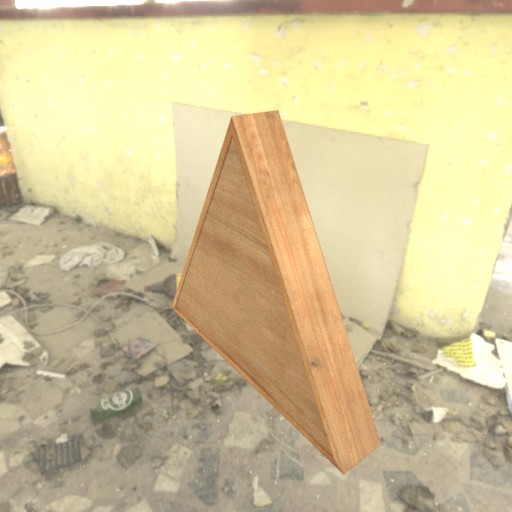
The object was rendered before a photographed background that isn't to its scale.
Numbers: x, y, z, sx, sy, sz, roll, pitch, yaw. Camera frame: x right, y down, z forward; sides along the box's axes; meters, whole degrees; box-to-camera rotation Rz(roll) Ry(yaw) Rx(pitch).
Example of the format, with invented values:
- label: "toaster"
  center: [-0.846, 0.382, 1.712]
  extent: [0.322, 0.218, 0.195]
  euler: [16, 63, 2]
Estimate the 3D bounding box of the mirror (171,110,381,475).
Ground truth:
- label: "mirror"
  center: [0.000, 0.000, 0.879]
  extent: [0.100, 0.548, 0.631]
  euler: [-19, 33, -32]
